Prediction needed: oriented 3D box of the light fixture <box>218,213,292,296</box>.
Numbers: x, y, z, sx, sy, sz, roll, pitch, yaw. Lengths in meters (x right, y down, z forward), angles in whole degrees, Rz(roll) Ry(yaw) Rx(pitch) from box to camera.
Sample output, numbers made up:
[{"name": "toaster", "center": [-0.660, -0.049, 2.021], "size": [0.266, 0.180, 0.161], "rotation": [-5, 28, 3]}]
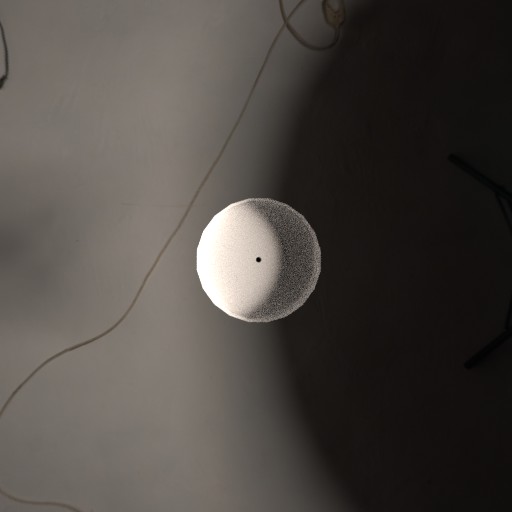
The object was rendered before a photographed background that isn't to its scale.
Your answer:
[{"name": "light fixture", "center": [0.000, 0.000, 1.927], "size": [0.431, 1.764, 0.487], "rotation": [0, 91, 0]}]
